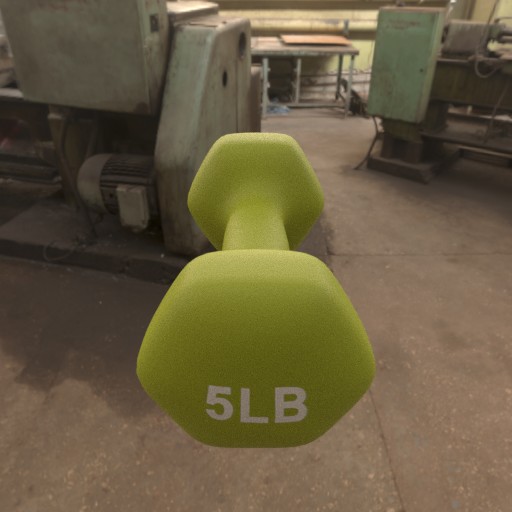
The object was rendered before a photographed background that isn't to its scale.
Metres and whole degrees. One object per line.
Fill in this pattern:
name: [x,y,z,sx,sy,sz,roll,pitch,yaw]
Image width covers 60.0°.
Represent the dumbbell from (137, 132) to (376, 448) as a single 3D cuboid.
dumbbell: [0.000,0.000,0.203,0.080,0.072,0.164,0,32,1]
